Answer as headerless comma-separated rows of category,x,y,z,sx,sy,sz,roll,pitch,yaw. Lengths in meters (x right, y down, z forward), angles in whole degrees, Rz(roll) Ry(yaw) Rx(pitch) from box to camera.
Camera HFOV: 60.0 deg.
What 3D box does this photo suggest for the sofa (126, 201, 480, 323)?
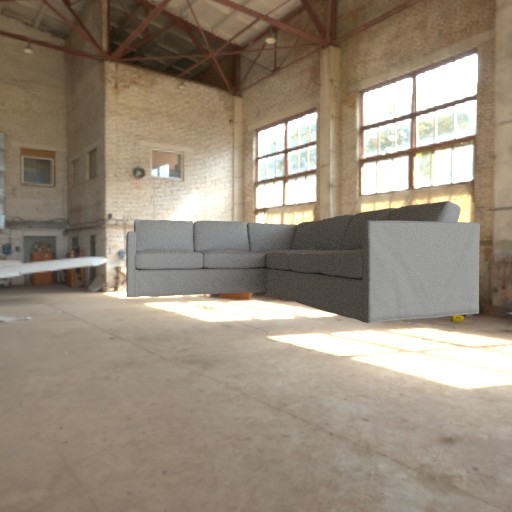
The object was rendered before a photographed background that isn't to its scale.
sofa,0.000,0.000,4.360,2.432,0.871,3.182,0,1,-17
